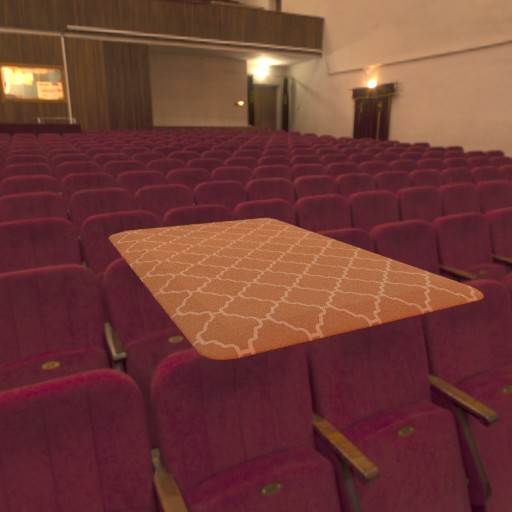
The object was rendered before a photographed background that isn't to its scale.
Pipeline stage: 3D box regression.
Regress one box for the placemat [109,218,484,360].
[{"bbox_3d":[0.000,0.000,0.958,0.508,0.021,0.762,-8,17,-26],"label":"placemat"}]
